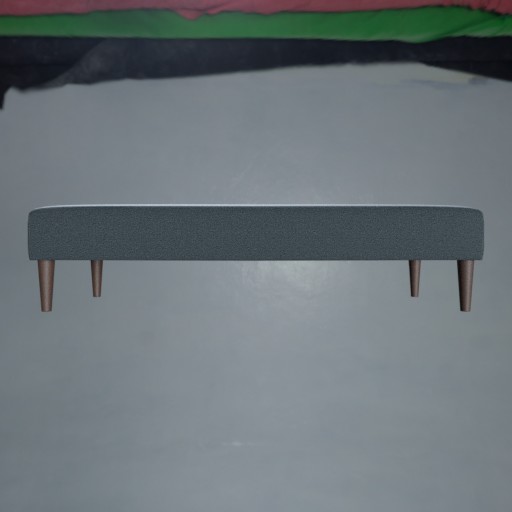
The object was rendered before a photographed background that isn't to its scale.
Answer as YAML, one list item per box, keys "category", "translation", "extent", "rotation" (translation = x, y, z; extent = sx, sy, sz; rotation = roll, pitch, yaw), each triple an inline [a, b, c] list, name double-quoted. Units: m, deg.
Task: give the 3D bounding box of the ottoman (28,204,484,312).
- category: "ottoman"
  translation: [0.000, 0.000, 1.852]
  extent: [1.609, 0.393, 0.646]
  rotation: [0, 1, 0]
